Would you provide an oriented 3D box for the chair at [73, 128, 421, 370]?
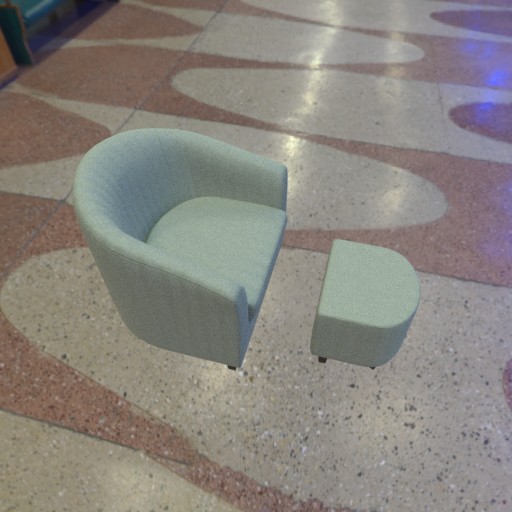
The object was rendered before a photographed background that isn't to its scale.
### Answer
[{"bbox_3d":[0.000,0.000,1.767,1.288,0.757,0.756,11,47,10],"label":"chair"}]
